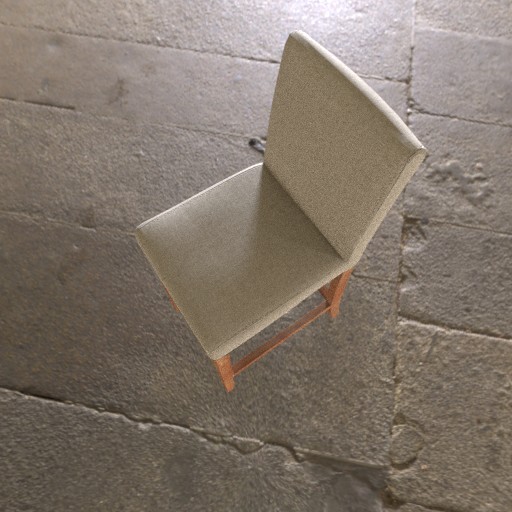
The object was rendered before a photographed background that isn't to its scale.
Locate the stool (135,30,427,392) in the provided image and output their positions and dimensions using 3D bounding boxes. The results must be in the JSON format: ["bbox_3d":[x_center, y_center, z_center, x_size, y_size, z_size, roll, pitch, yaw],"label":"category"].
[{"bbox_3d":[0.000,0.000,1.362,0.570,1.088,0.439,-32,69,-14],"label":"stool"}]
